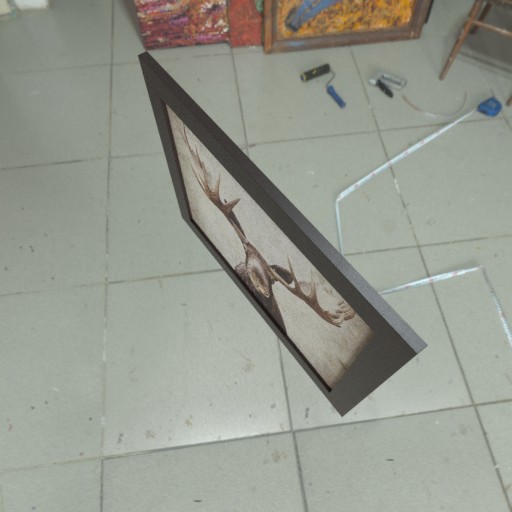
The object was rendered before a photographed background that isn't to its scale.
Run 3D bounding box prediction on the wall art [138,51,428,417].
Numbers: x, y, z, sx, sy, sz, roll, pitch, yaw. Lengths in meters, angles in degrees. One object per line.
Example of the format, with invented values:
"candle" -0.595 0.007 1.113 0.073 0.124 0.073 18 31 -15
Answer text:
"wall art" 0.000 0.000 1.612 0.034 0.952 1.207 -34 67 -16
